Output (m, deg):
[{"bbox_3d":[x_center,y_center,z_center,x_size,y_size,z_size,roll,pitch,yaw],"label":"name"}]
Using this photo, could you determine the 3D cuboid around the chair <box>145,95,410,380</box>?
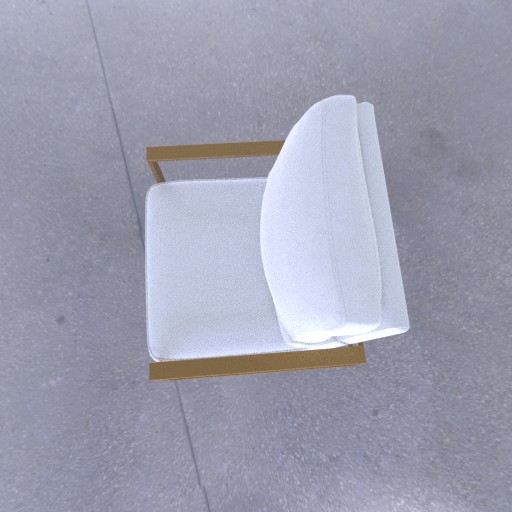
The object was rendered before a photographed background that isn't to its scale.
[{"bbox_3d":[0.000,0.000,1.582,0.813,0.966,0.805,-4,75,-1],"label":"chair"}]
